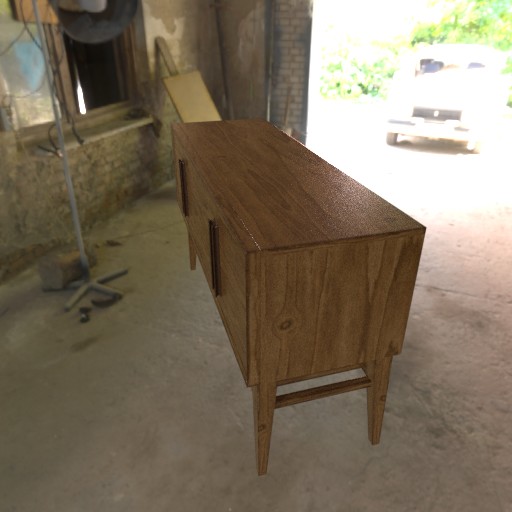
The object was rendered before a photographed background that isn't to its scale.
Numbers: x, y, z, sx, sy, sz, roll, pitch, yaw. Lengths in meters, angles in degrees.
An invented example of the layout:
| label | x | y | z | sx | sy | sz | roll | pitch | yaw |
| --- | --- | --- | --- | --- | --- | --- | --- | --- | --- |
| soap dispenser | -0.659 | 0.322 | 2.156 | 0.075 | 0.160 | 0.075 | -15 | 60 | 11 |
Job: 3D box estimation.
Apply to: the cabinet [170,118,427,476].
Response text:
| label | x | y | z | sx | sy | sz | roll | pitch | yaw |
| --- | --- | --- | --- | --- | --- | --- | --- | --- | --- |
| cabinet | 0.000 | 0.000 | 1.800 | 0.477 | 0.802 | 1.363 | -8 | 30 | -14 |
